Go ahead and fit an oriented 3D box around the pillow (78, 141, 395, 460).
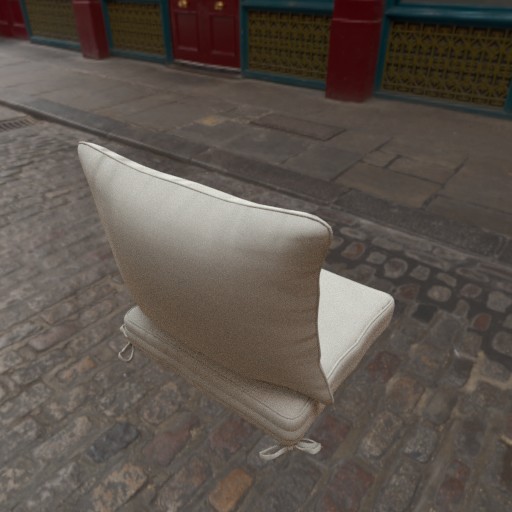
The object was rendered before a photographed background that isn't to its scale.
[{"bbox_3d":[0.000,0.000,1.353,0.798,0.716,0.733,22,38,31],"label":"pillow"}]
